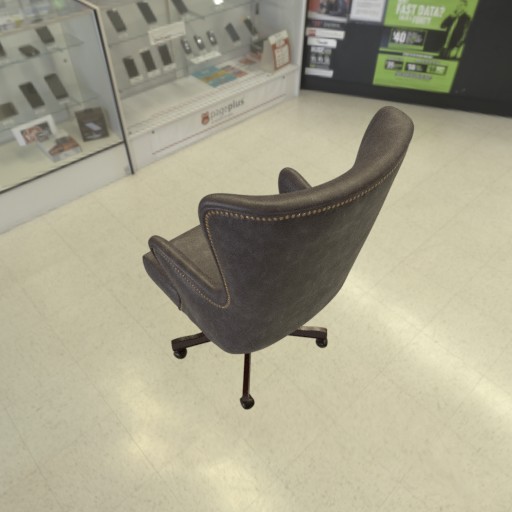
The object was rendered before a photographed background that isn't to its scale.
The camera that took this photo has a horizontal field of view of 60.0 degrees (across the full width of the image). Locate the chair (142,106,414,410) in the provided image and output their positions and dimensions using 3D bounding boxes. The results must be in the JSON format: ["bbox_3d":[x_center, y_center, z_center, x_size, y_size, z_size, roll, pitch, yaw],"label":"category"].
[{"bbox_3d":[0.000,0.000,1.447,0.594,1.037,0.717,-32,54,-27],"label":"chair"}]
